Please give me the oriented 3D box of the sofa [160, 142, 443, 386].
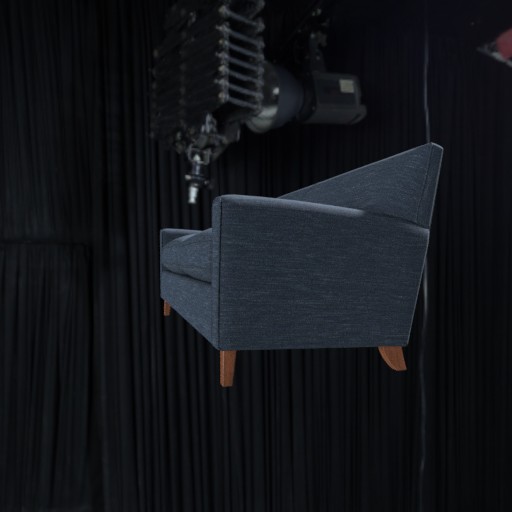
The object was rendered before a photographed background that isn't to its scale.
[{"bbox_3d":[0.000,0.000,2.431,0.875,0.846,1.976,0,0,-17],"label":"sofa"}]
